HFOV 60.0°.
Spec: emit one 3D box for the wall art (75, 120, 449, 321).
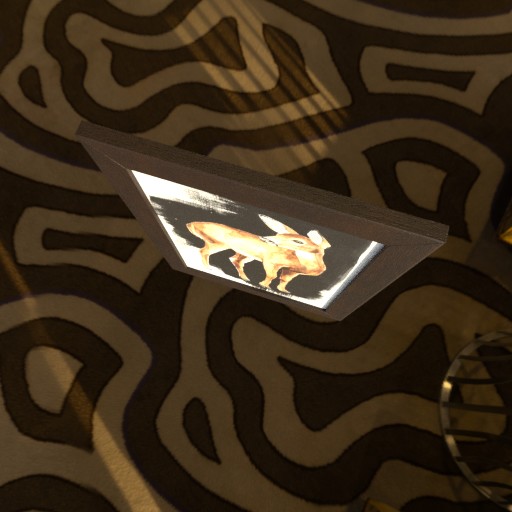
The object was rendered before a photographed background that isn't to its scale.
[{"bbox_3d":[0.000,0.000,0.657,0.359,0.513,0.017,17,75,5],"label":"wall art"}]
